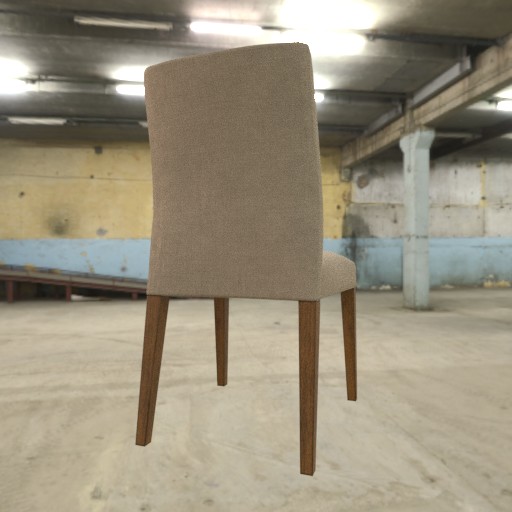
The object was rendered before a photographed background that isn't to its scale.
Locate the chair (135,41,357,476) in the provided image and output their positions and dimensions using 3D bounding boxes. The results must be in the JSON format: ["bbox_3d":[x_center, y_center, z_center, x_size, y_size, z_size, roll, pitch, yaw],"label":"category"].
[{"bbox_3d":[0.000,0.000,1.269,0.496,0.940,0.585,0,0,20],"label":"chair"}]
